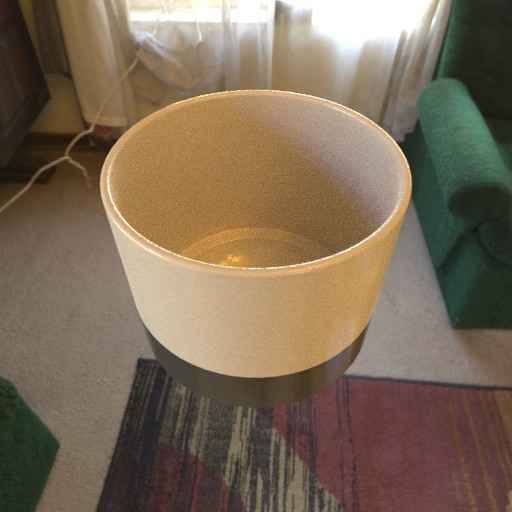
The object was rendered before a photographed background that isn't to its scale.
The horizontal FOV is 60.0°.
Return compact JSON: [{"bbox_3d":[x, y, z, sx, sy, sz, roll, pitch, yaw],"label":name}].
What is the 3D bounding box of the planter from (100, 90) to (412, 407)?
[{"bbox_3d":[0.000,0.000,0.345,0.193,0.177,0.193,0,46,0],"label":"planter"}]
